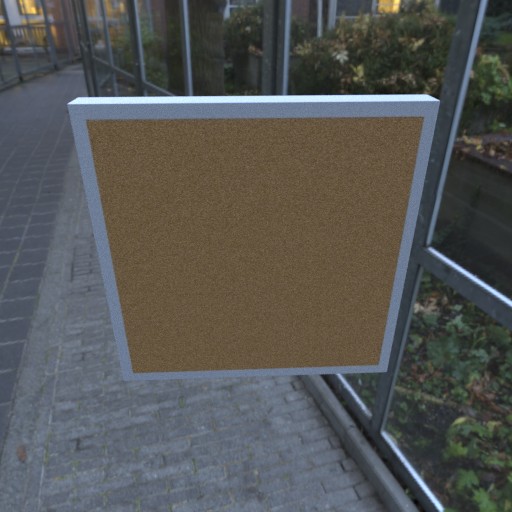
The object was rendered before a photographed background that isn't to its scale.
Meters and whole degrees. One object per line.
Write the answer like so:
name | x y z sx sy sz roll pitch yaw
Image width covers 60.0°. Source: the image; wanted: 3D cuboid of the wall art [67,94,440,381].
wall art | 0.000 0.000 0.599 0.406 0.406 0.038 -1 30 -2
